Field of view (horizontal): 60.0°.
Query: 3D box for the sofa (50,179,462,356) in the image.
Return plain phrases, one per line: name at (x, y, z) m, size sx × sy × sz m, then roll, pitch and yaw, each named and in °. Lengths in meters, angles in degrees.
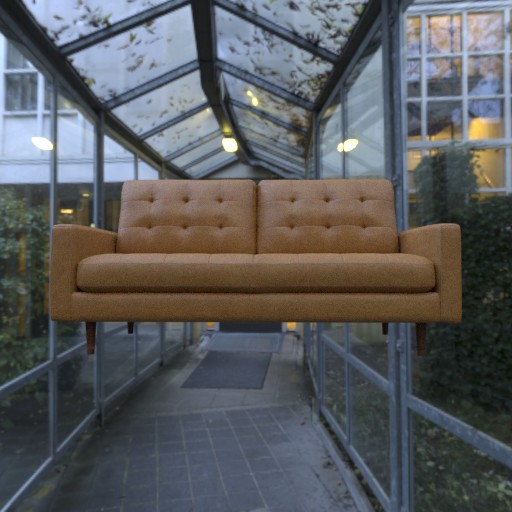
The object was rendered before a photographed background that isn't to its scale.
sofa at (0.000, 0.000, 2.315) m, size 1.821 × 0.898 × 0.850 m, roll 0°, pitch -1°, yaw 1°
